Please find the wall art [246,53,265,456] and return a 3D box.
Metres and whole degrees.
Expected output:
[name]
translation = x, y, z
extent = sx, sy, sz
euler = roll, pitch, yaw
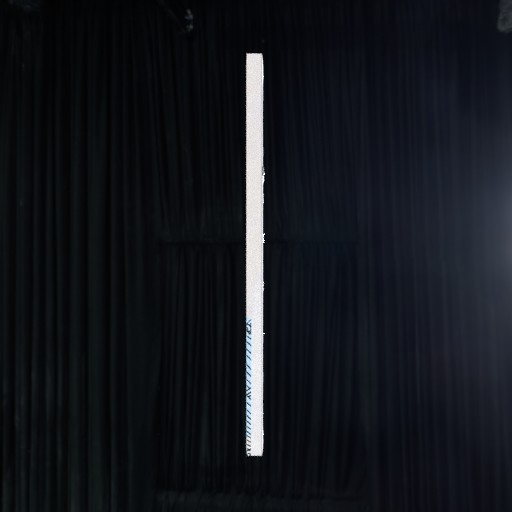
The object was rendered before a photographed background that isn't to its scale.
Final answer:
[wall art]
translation = 0.000, 0.000, 1.613
extent = 0.042, 0.912, 1.219
euler = 0, 0, 0
